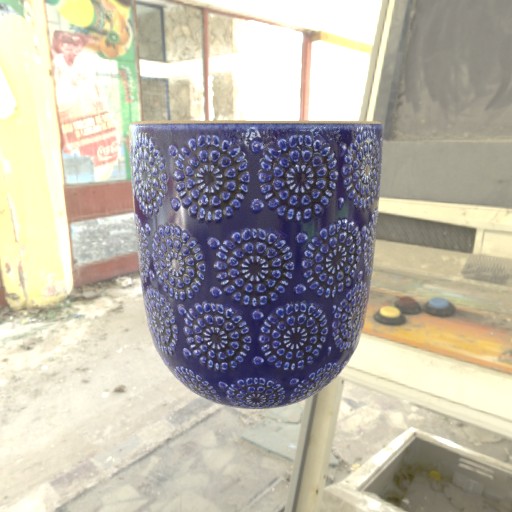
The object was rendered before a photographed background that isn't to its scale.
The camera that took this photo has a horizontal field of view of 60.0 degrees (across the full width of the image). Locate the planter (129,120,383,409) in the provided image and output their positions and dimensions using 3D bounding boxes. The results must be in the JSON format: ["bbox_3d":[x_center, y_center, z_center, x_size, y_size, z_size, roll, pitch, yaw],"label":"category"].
[{"bbox_3d":[0.000,0.000,0.356,0.184,0.206,0.184,0,16,0],"label":"planter"}]
